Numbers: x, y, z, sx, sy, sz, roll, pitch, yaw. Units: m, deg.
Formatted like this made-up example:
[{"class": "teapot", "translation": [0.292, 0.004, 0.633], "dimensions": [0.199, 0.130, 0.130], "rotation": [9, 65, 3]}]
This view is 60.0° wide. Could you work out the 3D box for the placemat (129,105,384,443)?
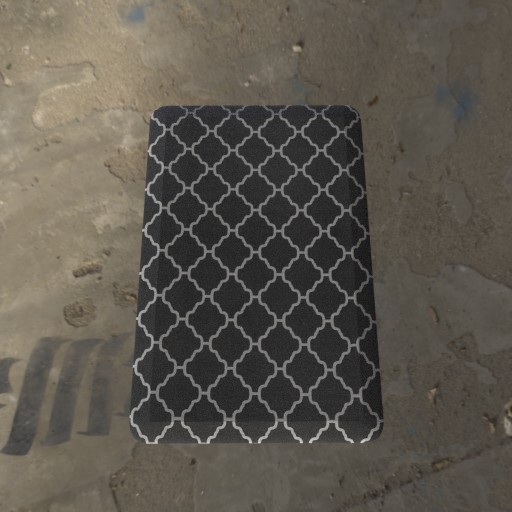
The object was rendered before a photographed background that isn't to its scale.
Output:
[{"class": "placemat", "translation": [0.000, 0.000, 0.969], "dimensions": [0.508, 0.021, 0.762], "rotation": [0, 75, 0]}]
